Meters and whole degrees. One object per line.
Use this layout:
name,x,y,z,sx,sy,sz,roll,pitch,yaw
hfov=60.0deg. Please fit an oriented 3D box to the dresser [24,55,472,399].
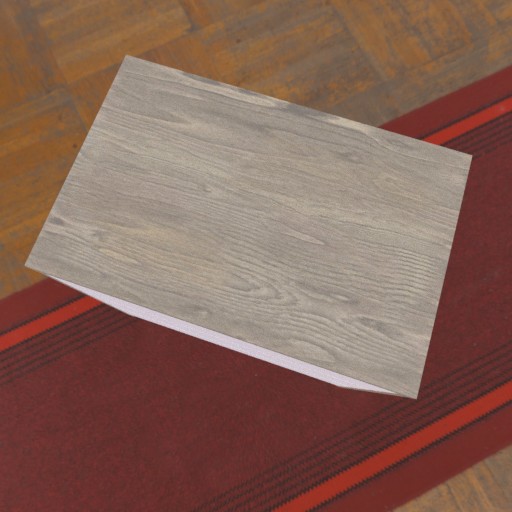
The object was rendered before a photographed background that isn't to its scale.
dresser,0.000,0.000,1.294,0.809,0.762,0.529,18,76,5
